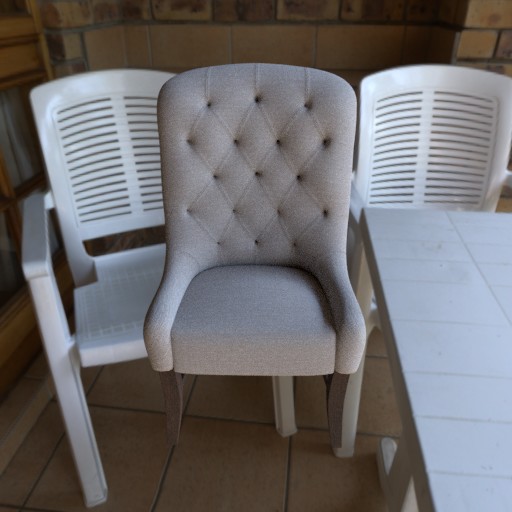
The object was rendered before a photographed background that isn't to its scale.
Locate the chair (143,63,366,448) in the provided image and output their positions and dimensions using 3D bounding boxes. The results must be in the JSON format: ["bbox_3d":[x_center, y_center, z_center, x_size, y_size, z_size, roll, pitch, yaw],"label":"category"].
[{"bbox_3d":[0.000,0.000,1.446,0.634,1.091,0.629,1,31,1],"label":"chair"}]
